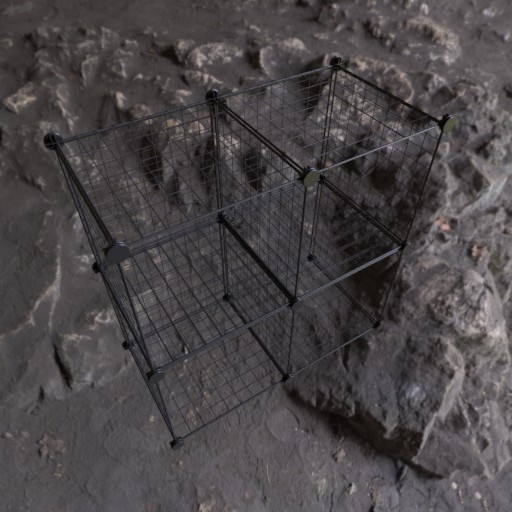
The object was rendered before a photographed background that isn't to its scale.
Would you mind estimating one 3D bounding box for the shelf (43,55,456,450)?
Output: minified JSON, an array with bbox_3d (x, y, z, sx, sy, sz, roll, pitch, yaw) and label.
[{"bbox_3d":[0.000,0.000,1.094,0.711,0.711,0.356,-24,50,-22],"label":"shelf"}]
